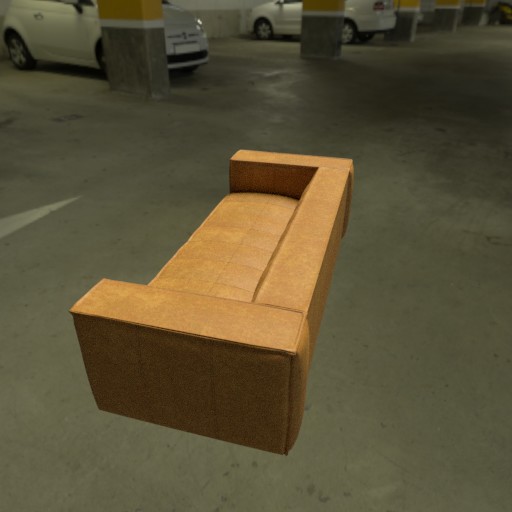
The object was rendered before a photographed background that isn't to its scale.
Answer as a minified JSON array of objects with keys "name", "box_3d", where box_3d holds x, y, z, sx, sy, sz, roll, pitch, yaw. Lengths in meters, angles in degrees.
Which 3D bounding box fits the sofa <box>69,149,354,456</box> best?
[{"name":"sofa","box_3d":[0.000,0.000,3.078,1.102,0.701,2.581,8,31,14]}]
